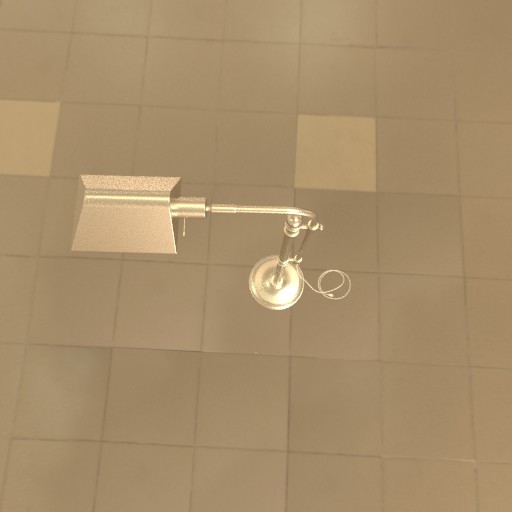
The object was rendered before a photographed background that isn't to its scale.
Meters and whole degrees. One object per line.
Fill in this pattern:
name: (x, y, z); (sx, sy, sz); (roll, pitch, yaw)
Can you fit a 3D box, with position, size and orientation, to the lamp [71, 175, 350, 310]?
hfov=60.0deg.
lamp: (0.000, 0.000, 0.939); (0.546, 0.708, 0.159); (2, 78, 0)
